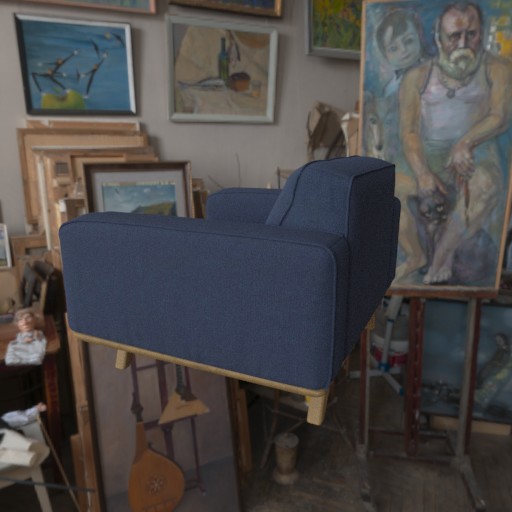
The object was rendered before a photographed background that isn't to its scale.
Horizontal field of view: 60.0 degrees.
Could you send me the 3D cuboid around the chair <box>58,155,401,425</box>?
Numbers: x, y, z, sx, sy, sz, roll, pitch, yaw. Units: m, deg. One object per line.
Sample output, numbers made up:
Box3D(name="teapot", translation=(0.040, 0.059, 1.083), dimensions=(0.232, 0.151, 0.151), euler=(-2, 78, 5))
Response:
Box3D(name="chair", translation=(0.000, 0.000, 1.776), dimensions=(0.953, 0.783, 1.118), euler=(7, 16, 25))
